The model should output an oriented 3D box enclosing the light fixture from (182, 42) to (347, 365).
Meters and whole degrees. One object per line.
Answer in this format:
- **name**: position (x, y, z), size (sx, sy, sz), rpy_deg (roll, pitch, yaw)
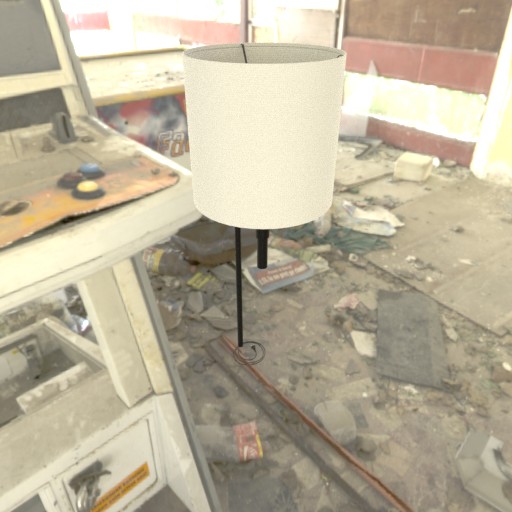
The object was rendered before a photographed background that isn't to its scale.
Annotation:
- **light fixture**: position (0.000, 0.000, 0.691), size (0.188, 0.589, 0.248), rpy_deg (-10, 33, -15)
